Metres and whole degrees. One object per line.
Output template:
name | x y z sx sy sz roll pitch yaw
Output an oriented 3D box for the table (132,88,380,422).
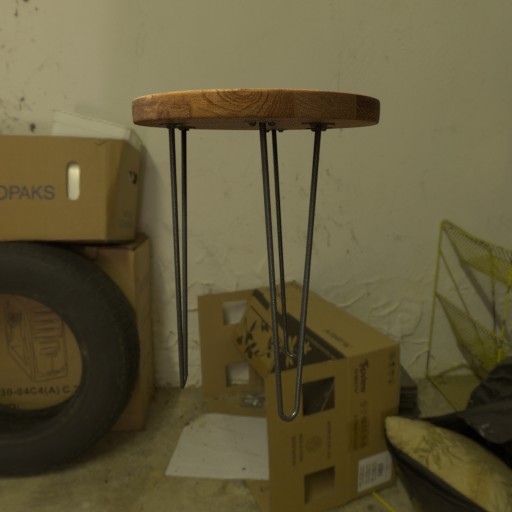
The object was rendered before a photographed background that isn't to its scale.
table | 0.000 0.000 0.798 0.400 0.520 0.400 0 14 0
